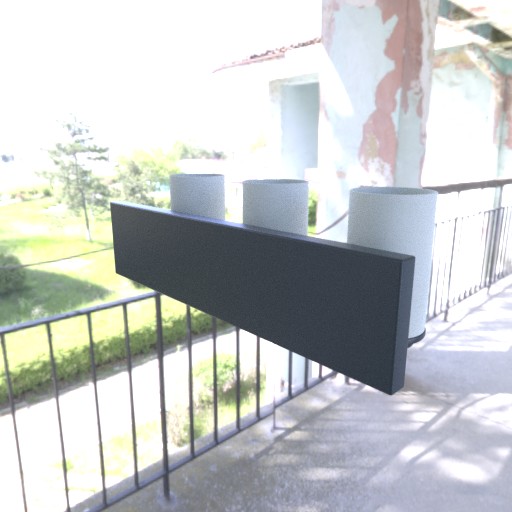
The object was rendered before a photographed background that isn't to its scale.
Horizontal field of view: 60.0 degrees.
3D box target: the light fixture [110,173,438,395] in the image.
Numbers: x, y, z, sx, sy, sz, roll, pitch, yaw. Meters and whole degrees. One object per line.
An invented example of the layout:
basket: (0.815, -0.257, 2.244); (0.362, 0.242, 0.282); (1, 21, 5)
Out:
light fixture: (0.000, 0.000, 0.525); (0.145, 0.172, 0.451); (-13, 19, -41)
